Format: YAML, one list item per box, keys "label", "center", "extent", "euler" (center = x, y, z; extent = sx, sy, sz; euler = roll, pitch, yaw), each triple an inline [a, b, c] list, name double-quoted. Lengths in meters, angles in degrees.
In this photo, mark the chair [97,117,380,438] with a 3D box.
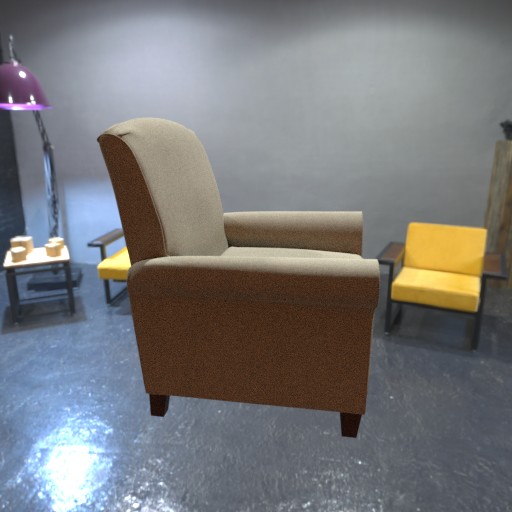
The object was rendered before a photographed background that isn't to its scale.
- label: "chair"
  center: [0.000, 0.000, 1.775]
  extent: [0.905, 1.061, 0.978]
  euler: [3, 16, 10]
